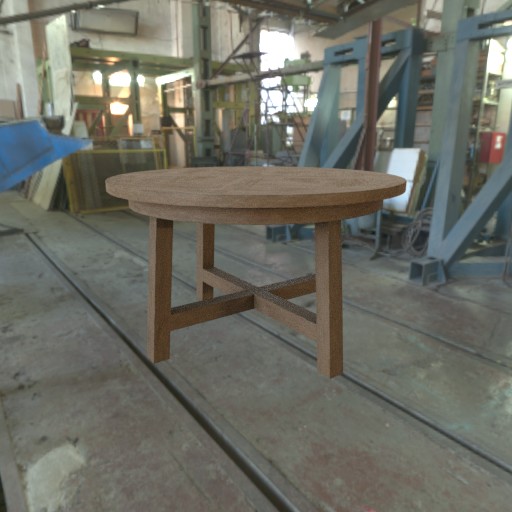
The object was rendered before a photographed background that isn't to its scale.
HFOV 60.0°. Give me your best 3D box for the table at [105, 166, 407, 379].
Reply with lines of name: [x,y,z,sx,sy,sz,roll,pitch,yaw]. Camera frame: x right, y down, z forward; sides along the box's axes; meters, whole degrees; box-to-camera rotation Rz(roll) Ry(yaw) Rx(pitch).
table: [0.000,0.000,2.142,1.319,0.762,1.319,0,15,0]
